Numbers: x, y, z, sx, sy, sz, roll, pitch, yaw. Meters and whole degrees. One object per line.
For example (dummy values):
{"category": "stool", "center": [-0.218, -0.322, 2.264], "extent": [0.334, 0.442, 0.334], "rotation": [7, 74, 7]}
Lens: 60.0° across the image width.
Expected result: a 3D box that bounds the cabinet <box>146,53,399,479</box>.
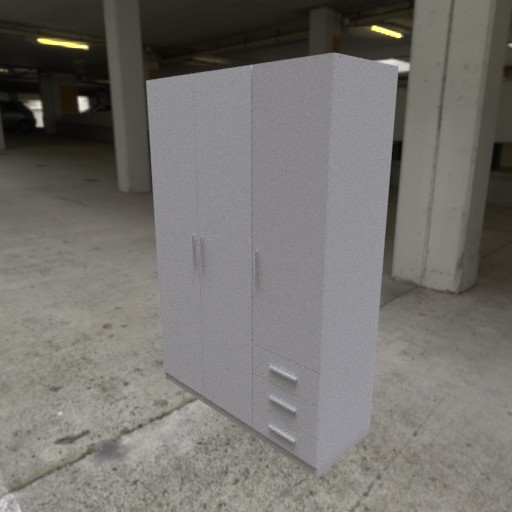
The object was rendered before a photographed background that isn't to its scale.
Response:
{"category": "cabinet", "center": [0.000, 0.000, 2.499], "extent": [1.290, 1.910, 0.510], "rotation": [15, 21, 43]}
